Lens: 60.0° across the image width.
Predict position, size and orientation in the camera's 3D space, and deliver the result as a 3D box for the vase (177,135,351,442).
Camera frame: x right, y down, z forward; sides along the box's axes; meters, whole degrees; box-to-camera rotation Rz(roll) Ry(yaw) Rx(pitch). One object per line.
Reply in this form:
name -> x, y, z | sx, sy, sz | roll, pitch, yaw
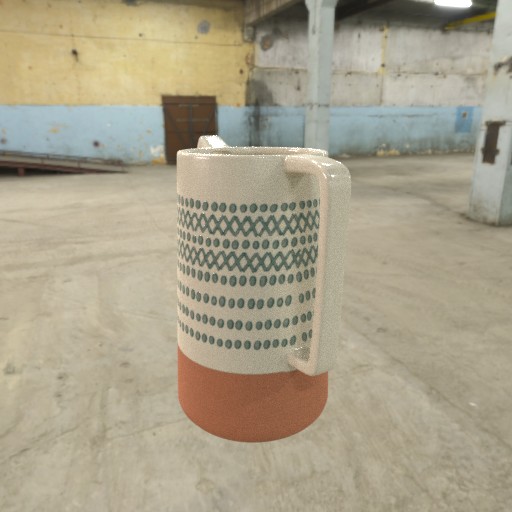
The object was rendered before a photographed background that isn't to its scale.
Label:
vase -> 0.000, 0.000, 0.471 | 0.168, 0.247, 0.326 | 2, 17, 8
